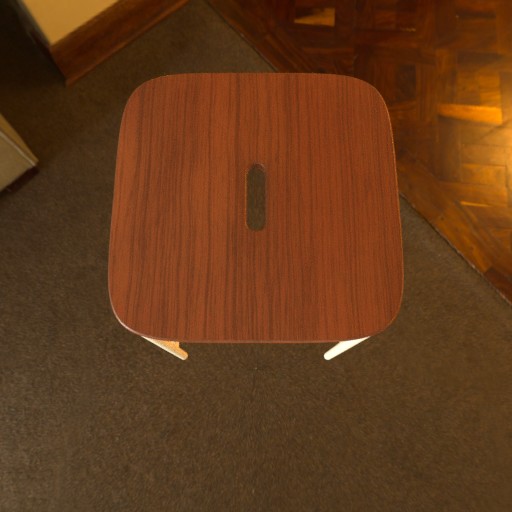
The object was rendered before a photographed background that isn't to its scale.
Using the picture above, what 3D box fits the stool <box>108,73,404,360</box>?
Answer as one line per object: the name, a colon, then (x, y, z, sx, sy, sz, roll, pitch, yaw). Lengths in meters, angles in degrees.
stool: (0.000, 0.000, 0.849, 0.376, 0.610, 0.376, 0, 76, 0)
